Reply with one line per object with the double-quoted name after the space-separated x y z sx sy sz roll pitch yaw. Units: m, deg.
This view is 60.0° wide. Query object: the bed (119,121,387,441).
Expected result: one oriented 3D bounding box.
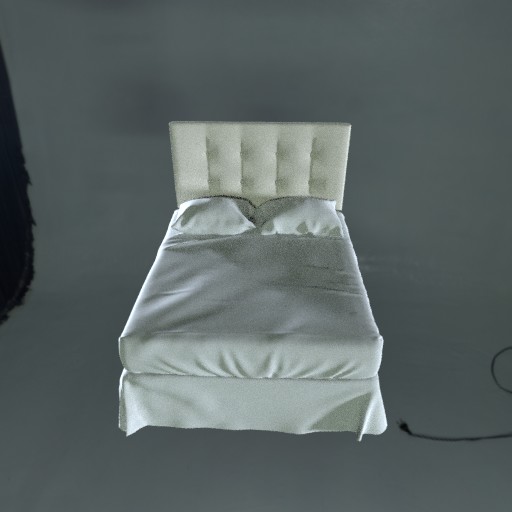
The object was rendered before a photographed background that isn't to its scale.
0.000 0.000 3.525 1.936 1.577 2.222 1 32 2 "bed"
